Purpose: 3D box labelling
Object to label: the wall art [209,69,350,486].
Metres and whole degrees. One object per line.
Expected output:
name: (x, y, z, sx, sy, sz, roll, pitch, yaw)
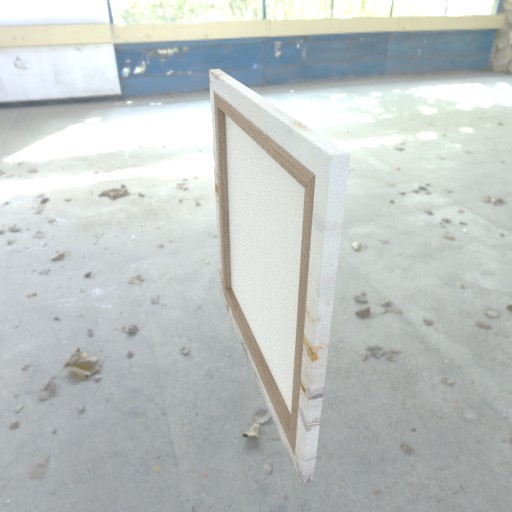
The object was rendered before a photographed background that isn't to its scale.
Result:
wall art: (0.000, 0.000, 1.478, 0.040, 1.018, 1.015, -9, 32, -15)
